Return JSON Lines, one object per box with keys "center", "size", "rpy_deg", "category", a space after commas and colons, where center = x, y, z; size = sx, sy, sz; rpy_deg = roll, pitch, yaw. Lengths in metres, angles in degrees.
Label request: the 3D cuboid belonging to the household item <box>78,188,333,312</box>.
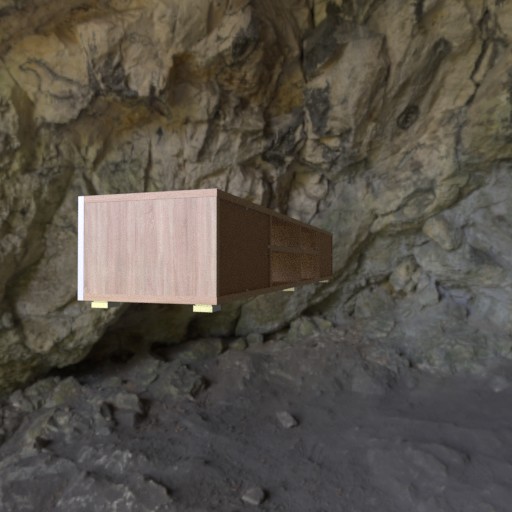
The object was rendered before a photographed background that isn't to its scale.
{"center": [0.000, 0.000, 2.041], "size": [0.420, 0.310, 1.850], "rpy_deg": [0, -1, 19], "category": "household item"}
